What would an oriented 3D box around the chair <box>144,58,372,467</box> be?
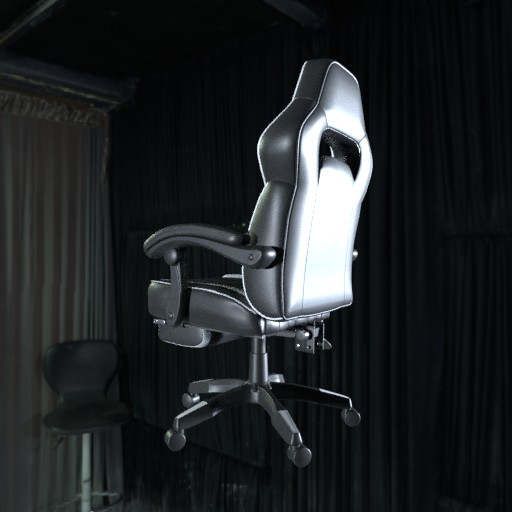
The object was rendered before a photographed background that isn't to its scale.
[{"bbox_3d":[0.000,0.000,1.576,0.700,1.200,0.676,0,1,35],"label":"chair"}]
